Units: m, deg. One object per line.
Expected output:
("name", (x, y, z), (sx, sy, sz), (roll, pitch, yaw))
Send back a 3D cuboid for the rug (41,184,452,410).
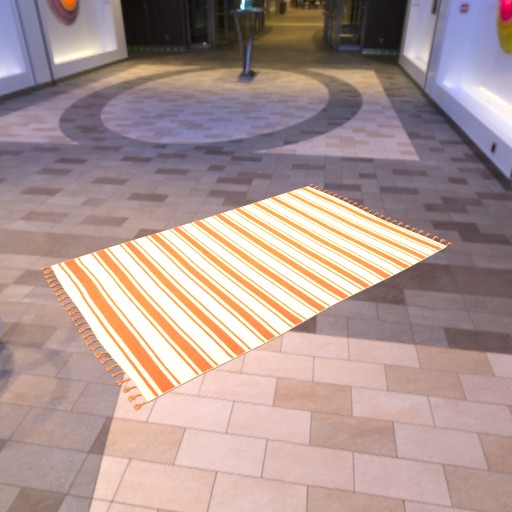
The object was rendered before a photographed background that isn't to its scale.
("rug", (0.000, 0.000, 2.577), (2.092, 0.017, 1.232), (-21, 37, -31))
